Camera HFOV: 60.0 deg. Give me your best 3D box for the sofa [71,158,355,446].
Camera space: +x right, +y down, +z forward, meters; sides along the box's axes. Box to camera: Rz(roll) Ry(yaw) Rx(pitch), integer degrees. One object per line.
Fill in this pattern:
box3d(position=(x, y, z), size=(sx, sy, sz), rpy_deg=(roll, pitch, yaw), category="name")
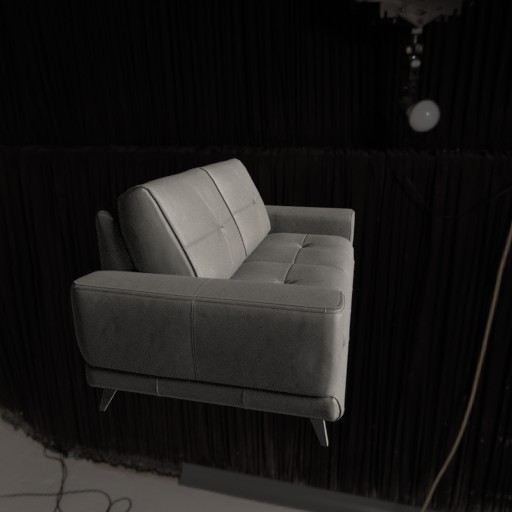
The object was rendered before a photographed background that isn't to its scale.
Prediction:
box3d(position=(0.000, 0.000, 2.346), size=(1.018, 0.907, 1.806), rpy_deg=(4, 17, 13), category="sofa")
